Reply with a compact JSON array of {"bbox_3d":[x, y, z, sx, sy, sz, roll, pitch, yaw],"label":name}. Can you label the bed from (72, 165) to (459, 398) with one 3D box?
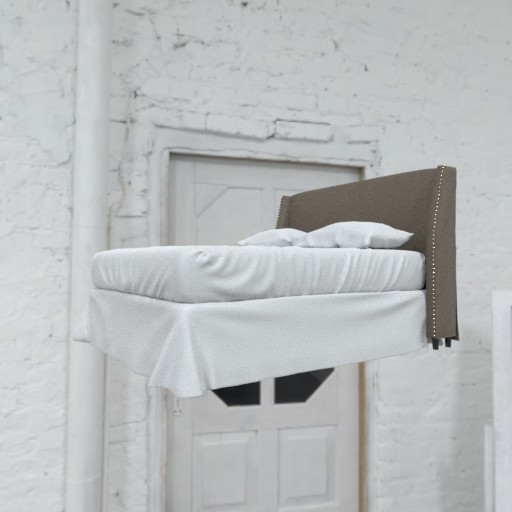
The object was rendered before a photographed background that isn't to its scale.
[{"bbox_3d":[0.000,0.000,3.352,2.276,1.332,1.925,0,-1,-35],"label":"bed"}]
